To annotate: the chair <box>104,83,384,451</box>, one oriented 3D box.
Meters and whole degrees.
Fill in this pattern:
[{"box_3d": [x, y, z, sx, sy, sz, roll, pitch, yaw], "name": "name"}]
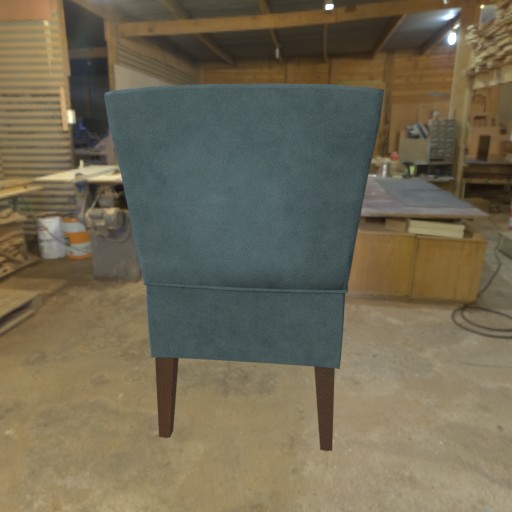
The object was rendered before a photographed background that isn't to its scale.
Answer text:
[{"box_3d": [0.000, 0.000, 1.164, 0.521, 0.806, 0.551, 2, 16, 7], "name": "chair"}]
